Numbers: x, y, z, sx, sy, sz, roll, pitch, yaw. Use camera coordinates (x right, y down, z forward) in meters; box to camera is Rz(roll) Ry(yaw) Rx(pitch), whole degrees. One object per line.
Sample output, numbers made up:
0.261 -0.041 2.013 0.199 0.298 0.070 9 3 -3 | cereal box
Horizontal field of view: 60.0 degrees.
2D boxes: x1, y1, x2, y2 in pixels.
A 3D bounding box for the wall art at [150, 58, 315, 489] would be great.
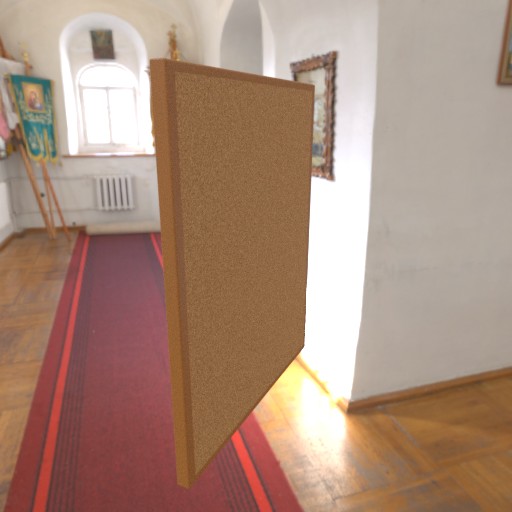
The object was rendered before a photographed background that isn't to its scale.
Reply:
0.000 0.000 0.731 0.022 0.553 0.452 9 19 26 | wall art
